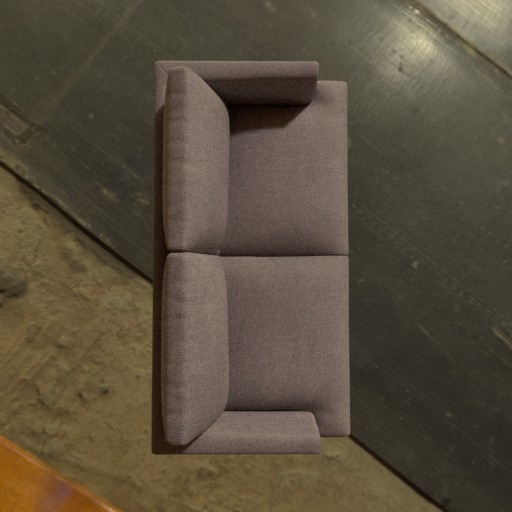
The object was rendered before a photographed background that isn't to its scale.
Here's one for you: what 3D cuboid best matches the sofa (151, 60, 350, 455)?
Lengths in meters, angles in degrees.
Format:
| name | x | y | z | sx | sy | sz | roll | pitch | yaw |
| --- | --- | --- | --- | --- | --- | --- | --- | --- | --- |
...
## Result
| name | x | y | z | sx | sy | sz | roll | pitch | yaw |
| --- | --- | --- | --- | --- | --- | --- | --- | --- | --- |
| sofa | 0.000 | 0.000 | 2.386 | 1.020 | 0.868 | 1.948 | 0 | 88 | 0 |
